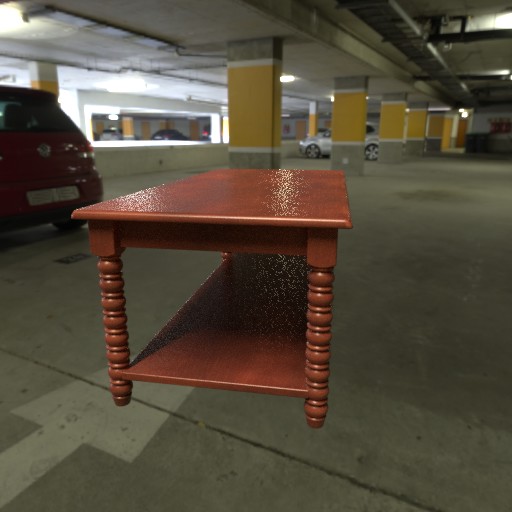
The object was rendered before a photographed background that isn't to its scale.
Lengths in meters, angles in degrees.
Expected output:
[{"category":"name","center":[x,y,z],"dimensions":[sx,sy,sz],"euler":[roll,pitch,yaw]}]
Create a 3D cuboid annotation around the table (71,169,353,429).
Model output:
[{"category":"table","center":[0.000,0.000,1.491],"dimensions":[0.580,0.485,1.171],"euler":[3,16,10]}]
